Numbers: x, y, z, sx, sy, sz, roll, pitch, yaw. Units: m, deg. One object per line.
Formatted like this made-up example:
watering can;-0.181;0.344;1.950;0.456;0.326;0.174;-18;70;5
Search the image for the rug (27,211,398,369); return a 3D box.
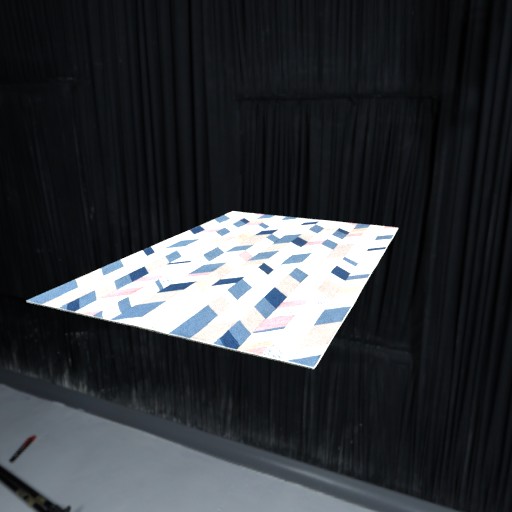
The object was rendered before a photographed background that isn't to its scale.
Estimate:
rug;0.000;0.000;2.315;1.202;0.006;1.813;8;20;23
